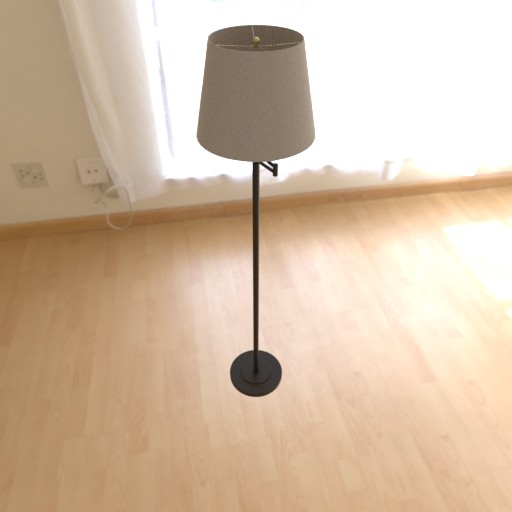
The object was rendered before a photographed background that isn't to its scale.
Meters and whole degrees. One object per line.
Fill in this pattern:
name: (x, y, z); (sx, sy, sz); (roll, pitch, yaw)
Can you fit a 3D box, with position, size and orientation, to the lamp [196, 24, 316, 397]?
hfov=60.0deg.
lamp: (0.000, 0.000, 1.610); (0.348, 1.473, 0.348); (-25, 47, -26)
